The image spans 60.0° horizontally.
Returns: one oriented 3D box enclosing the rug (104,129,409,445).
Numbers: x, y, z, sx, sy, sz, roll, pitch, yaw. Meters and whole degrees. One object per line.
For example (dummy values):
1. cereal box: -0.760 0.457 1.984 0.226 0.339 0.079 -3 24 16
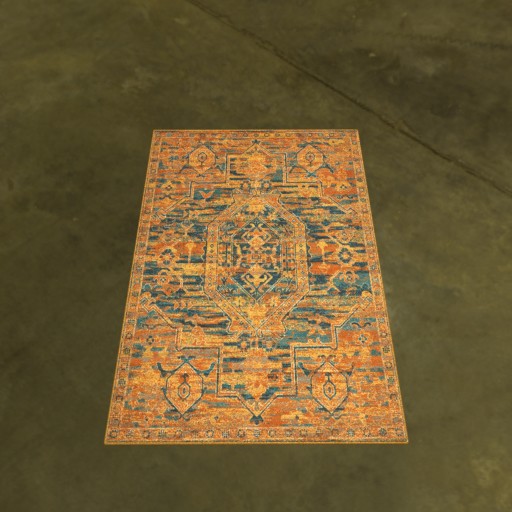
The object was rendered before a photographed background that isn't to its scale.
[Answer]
1. rug: 0.000 0.000 3.696 2.043 0.019 2.916 0 60 0
